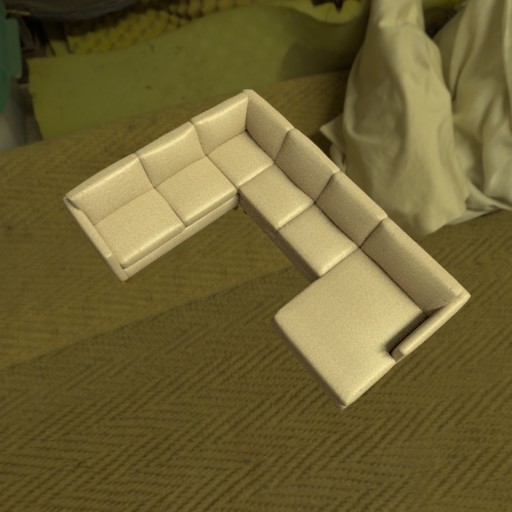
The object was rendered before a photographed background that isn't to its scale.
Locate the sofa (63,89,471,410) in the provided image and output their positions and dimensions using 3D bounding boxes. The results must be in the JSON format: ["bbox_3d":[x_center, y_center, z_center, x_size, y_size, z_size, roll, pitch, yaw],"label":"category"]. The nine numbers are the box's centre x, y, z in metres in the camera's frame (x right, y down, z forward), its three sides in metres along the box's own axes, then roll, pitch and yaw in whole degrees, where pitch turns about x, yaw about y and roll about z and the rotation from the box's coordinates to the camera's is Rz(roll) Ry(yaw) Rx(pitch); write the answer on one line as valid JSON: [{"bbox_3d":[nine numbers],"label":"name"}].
[{"bbox_3d":[0.000,0.000,4.691,2.594,0.961,3.460,-36,70,-15],"label":"sofa"}]
